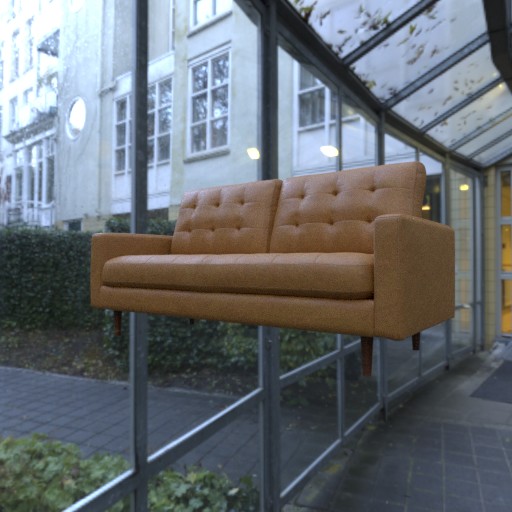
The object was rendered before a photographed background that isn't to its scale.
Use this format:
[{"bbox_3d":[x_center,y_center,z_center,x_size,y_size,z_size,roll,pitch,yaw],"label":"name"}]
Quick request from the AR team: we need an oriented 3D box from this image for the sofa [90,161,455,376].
[{"bbox_3d":[0.000,0.000,2.334,1.821,0.898,0.850,-1,-1,36],"label":"sofa"}]
